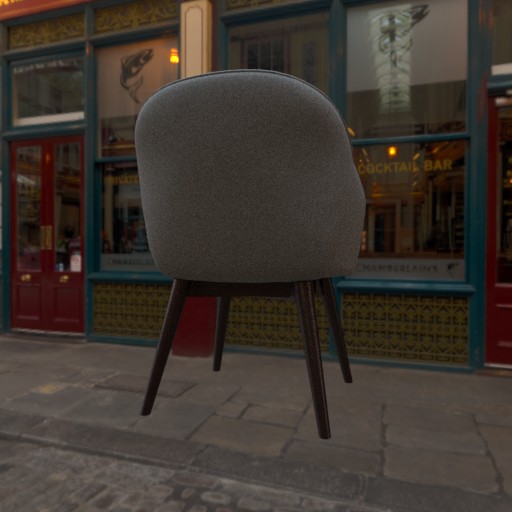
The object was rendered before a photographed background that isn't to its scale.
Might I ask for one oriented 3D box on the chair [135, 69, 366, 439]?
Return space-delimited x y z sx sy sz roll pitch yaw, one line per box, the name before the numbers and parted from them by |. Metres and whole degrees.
chair | 0.000 0.000 1.259 0.589 0.810 0.611 0 0 18
